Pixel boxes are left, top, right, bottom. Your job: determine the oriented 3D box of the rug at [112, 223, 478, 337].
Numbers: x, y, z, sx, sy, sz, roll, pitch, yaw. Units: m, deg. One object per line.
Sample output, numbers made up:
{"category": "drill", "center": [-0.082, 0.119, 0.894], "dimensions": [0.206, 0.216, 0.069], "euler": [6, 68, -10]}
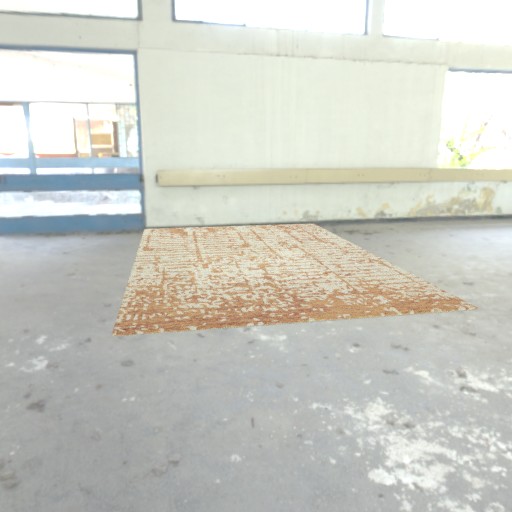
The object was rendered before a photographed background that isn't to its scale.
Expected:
{"category": "rug", "center": [0.000, 0.000, 2.294], "dimensions": [1.219, 0.011, 1.829], "euler": [-3, 14, -10]}
